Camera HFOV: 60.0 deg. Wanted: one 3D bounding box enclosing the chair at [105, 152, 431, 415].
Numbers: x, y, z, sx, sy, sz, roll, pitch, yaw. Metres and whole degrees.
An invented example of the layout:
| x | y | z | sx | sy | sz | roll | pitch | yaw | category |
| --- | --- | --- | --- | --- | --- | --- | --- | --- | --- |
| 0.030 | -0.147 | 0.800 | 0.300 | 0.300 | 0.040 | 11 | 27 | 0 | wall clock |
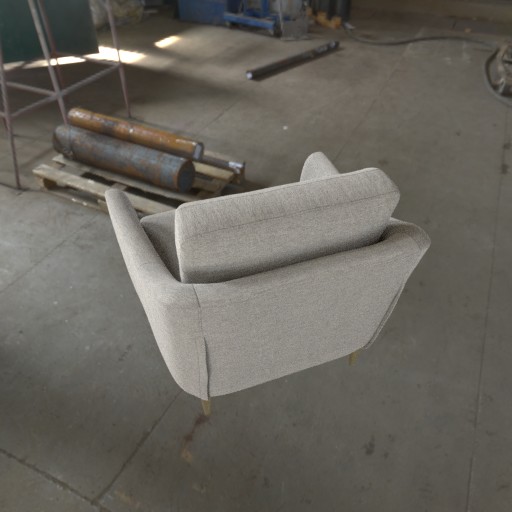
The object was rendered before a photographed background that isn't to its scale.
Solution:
| x | y | z | sx | sy | sz | roll | pitch | yaw | category |
| --- | --- | --- | --- | --- | --- | --- | --- | --- | --- |
| 0.000 | 0.000 | 1.703 | 0.986 | 0.902 | 0.961 | -14 | 43 | -15 | chair |
